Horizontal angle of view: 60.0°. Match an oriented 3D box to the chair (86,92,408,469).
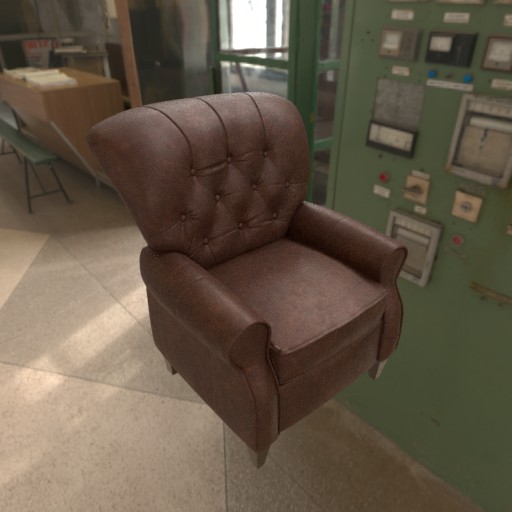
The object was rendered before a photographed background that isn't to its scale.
[{"bbox_3d":[0.000,0.000,1.862,0.979,1.162,1.031,-23,37,-33],"label":"chair"}]
